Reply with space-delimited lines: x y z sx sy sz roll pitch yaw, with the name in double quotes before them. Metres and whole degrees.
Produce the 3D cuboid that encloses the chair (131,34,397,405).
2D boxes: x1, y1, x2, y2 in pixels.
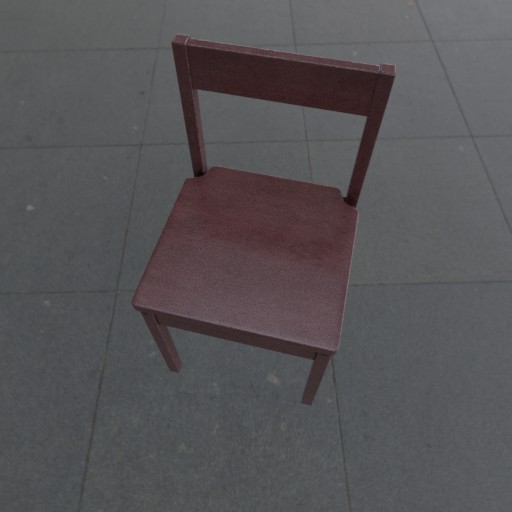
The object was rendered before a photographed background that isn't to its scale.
"chair" 0.000 0.000 0.884 0.367 0.668 0.361 12 58 7
